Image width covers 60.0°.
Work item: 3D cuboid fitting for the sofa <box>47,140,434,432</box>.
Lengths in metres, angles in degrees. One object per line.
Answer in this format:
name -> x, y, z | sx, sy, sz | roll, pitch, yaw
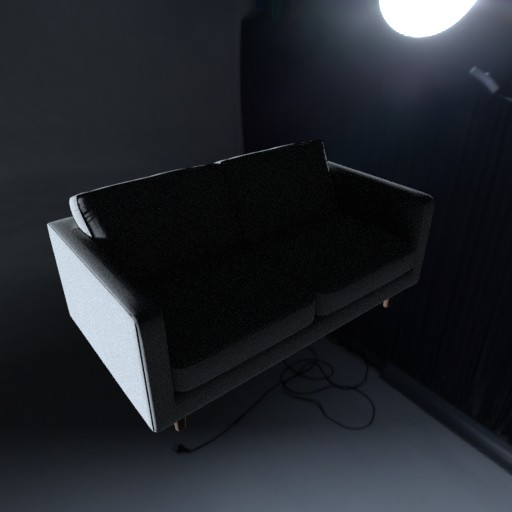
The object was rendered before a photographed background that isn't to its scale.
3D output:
sofa -> 0.000, 0.000, 2.342 | 1.731, 0.900, 1.000 | -21, 36, -33
